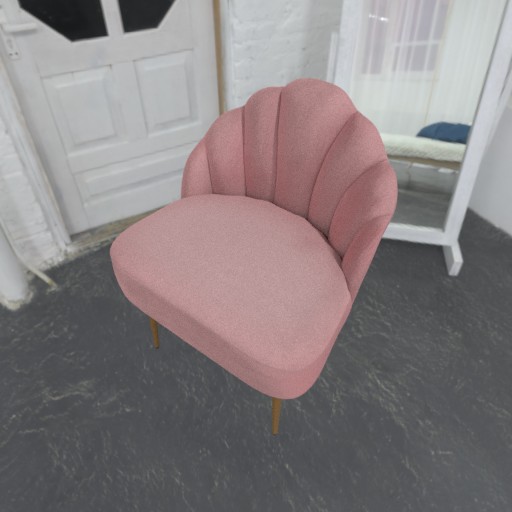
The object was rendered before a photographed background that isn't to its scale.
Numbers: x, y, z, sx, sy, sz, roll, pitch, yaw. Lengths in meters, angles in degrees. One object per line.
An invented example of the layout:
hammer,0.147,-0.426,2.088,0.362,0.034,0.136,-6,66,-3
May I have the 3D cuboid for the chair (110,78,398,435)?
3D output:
chair,0.000,0.000,1.267,0.657,0.819,0.599,28,52,25
